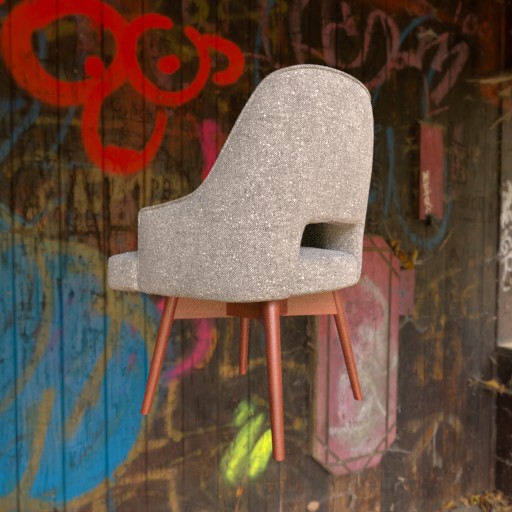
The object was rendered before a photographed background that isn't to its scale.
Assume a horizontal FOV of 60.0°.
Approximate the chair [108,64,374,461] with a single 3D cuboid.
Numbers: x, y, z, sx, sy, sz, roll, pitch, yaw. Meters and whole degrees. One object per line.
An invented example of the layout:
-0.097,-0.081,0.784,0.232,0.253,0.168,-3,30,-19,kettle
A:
0.000,0.000,1.276,0.629,0.875,0.608,1,3,35,chair
